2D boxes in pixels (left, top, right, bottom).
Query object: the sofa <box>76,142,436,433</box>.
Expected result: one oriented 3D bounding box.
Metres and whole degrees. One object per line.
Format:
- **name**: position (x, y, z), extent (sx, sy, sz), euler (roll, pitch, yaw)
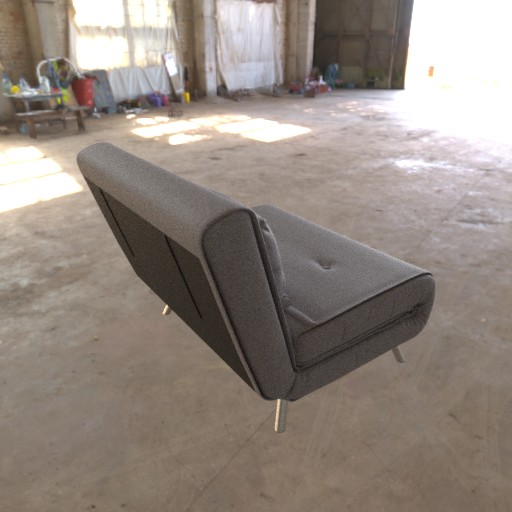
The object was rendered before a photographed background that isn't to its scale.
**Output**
- **sofa**: position (0.000, 0.000, 1.748), extent (1.000, 0.825, 1.020), euler (-17, 30, -32)
